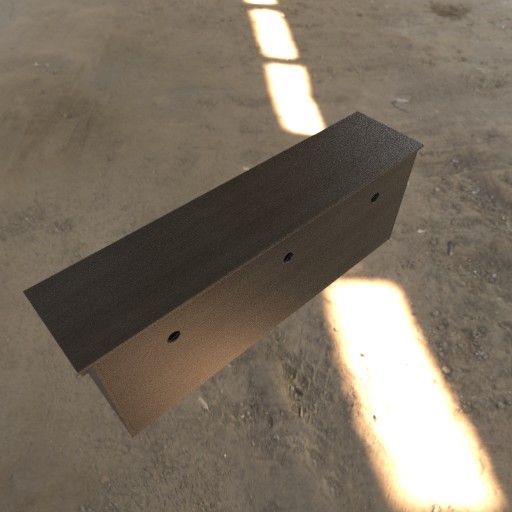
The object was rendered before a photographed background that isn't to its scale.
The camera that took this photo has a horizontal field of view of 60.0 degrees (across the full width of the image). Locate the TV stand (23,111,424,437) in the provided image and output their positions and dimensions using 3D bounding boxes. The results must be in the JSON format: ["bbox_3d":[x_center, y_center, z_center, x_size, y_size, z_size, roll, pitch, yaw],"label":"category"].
[{"bbox_3d":[0.000,0.000,2.039,1.778,0.610,0.406,-33,56,-26],"label":"TV stand"}]
